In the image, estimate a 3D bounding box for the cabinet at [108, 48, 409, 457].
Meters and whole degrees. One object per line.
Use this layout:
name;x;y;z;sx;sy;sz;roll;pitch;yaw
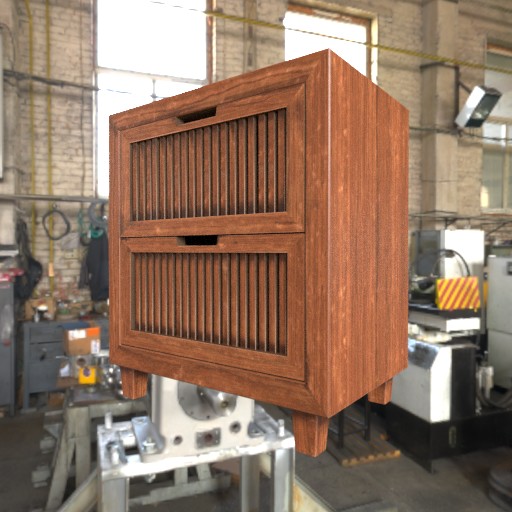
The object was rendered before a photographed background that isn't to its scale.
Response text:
cabinet;0.000;0.000;1.076;0.607;0.695;0.410;1;1;37
